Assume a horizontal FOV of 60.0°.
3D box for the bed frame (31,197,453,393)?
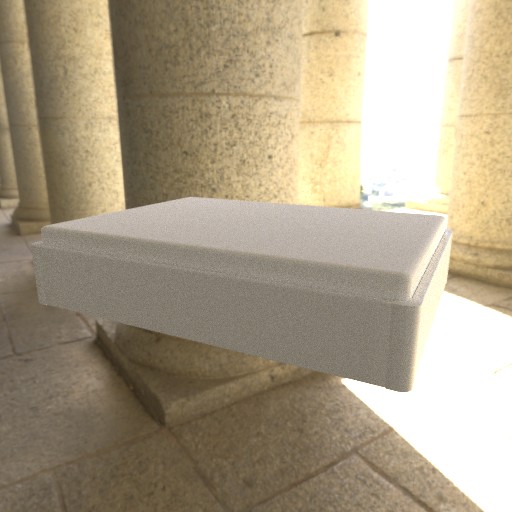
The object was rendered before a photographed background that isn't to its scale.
[{"bbox_3d":[0.000,0.000,2.464,1.900,0.406,1.400,8,17,26],"label":"bed frame"}]
